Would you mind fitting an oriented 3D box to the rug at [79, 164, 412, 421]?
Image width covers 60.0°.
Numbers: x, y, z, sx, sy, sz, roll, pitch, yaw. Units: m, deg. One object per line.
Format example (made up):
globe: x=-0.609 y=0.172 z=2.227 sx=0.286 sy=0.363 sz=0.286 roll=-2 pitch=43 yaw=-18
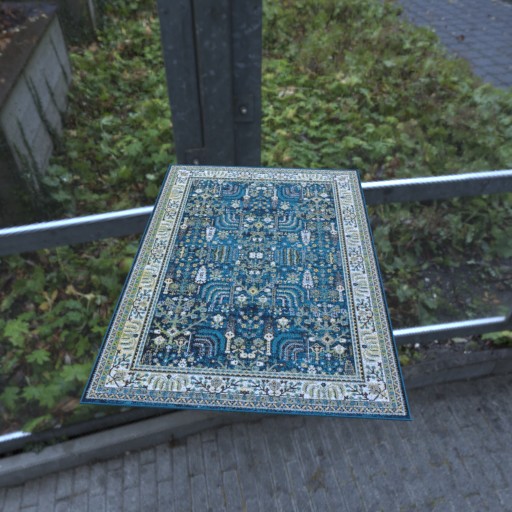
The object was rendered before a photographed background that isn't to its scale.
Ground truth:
rug: x=0.000 y=0.000 z=2.932 sx=1.594 sy=0.013 sz=2.213 roll=2 pitch=43 yaw=2
